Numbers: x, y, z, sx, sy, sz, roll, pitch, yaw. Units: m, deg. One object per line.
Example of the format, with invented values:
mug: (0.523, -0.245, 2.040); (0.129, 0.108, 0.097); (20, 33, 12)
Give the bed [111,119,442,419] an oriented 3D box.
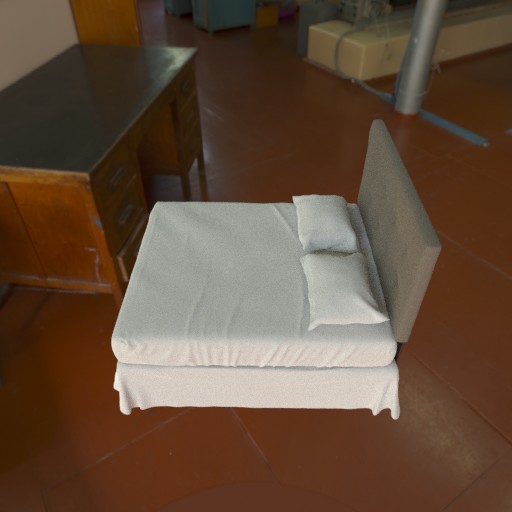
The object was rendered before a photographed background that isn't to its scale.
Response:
bed: (0.000, 0.000, 3.526); (2.222, 1.577, 1.936); (1, 41, 1)
